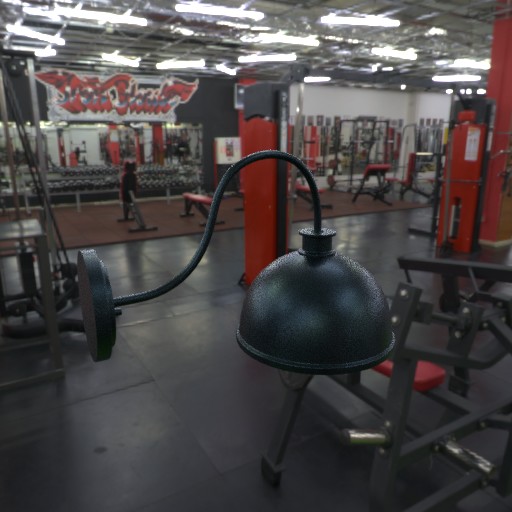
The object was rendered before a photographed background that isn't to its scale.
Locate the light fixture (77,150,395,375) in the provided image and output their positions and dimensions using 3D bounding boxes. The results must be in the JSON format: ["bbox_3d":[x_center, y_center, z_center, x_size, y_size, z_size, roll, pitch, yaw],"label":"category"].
[{"bbox_3d":[0.000,0.000,0.636,0.467,0.295,0.253,-8,16,-27],"label":"light fixture"}]
